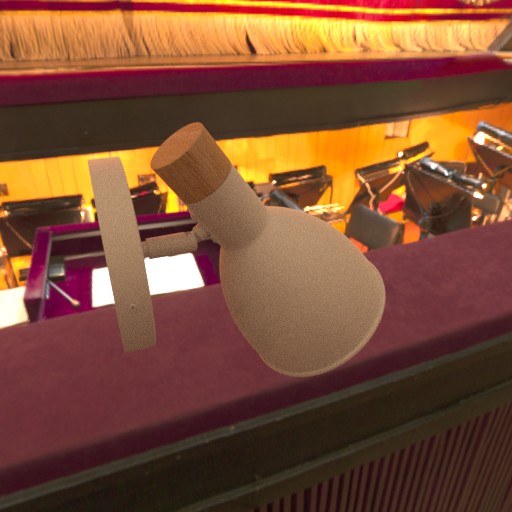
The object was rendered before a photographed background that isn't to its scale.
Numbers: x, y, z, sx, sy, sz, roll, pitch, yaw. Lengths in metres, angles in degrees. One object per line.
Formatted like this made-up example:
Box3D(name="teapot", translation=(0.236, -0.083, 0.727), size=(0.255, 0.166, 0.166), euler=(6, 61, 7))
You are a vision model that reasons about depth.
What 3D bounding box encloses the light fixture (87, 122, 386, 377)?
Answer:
Box3D(name="light fixture", translation=(0.000, 0.000, 0.330), size=(0.209, 0.199, 0.127), euler=(-10, 31, -18))
